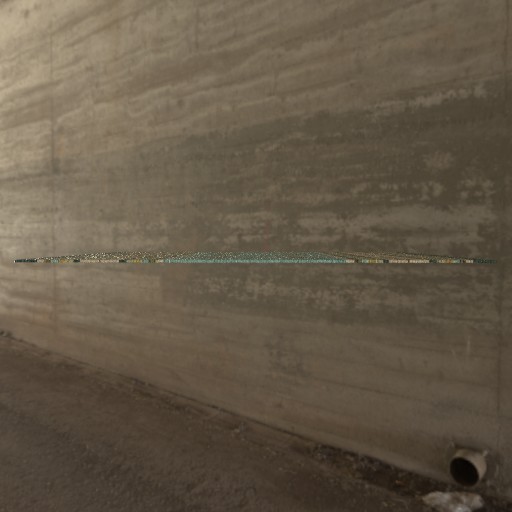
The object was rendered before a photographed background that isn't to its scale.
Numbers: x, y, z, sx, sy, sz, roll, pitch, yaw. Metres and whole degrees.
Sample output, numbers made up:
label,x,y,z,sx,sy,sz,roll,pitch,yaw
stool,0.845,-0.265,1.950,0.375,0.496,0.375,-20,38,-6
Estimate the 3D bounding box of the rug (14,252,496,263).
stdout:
label,x,y,z,sx,sy,sz,roll,pitch,yaw
rug,0.000,0.000,2.268,1.811,0.010,1.212,0,2,1
